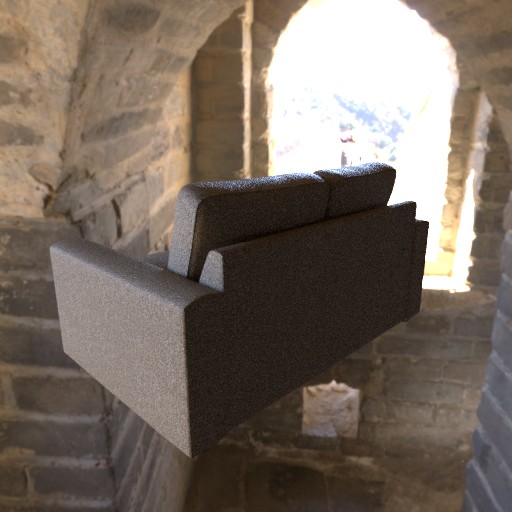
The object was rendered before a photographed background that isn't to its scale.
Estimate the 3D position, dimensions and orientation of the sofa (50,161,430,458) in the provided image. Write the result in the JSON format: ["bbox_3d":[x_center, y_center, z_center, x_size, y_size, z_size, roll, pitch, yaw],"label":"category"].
[{"bbox_3d":[0.000,0.000,2.180,1.016,0.873,1.616,16,23,42],"label":"sofa"}]
